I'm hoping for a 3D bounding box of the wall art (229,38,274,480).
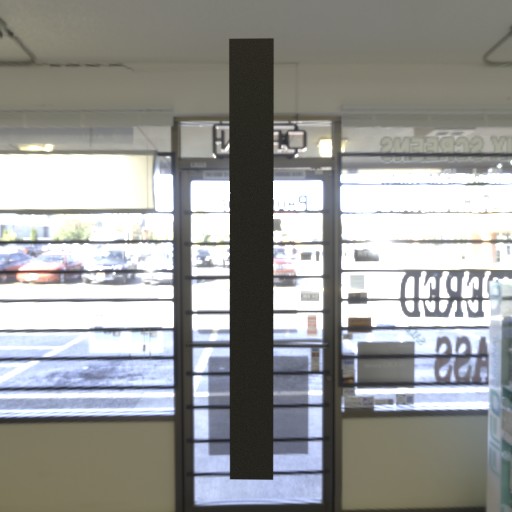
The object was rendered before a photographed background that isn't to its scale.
[{"bbox_3d":[0.000,0.000,0.460,0.030,0.305,0.308,0,2,1],"label":"wall art"}]
